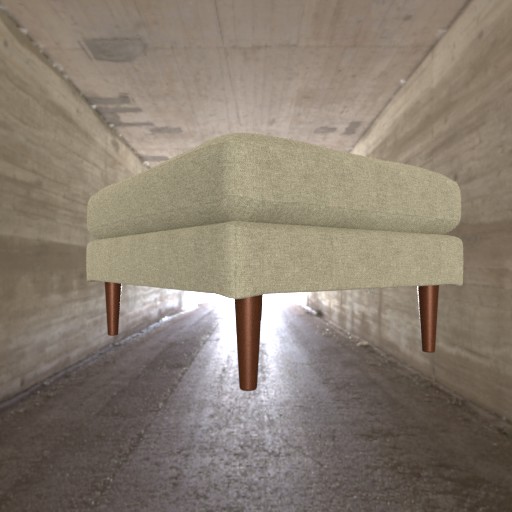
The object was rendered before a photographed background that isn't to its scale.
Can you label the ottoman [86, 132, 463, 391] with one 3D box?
[{"bbox_3d":[0.000,0.000,1.217,0.693,0.474,0.821,1,-1,-36],"label":"ottoman"}]
